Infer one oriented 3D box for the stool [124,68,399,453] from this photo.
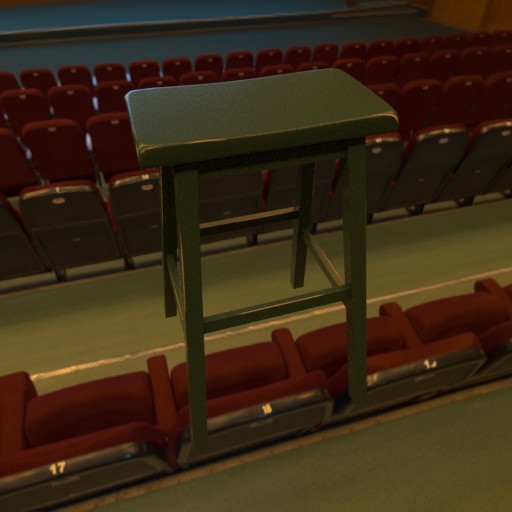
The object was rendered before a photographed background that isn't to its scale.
[{"bbox_3d":[0.000,0.000,1.034,0.457,0.737,0.476,-12,43,-13],"label":"stool"}]
